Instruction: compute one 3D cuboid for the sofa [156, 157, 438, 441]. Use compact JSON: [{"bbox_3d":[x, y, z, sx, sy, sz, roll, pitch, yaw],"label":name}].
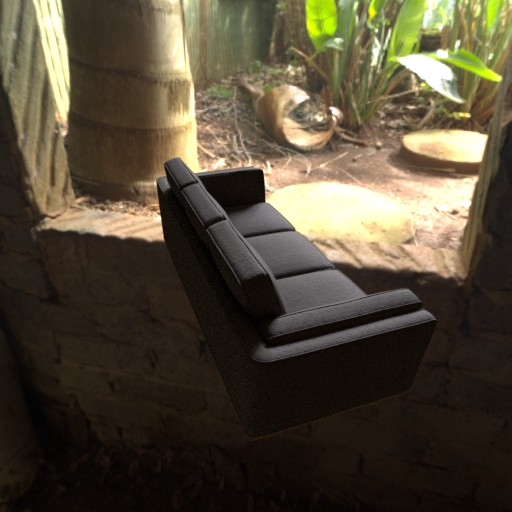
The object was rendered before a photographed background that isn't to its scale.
[{"bbox_3d":[0.000,0.000,2.897,0.903,0.899,2.362,-10,30,-18],"label":"sofa"}]
